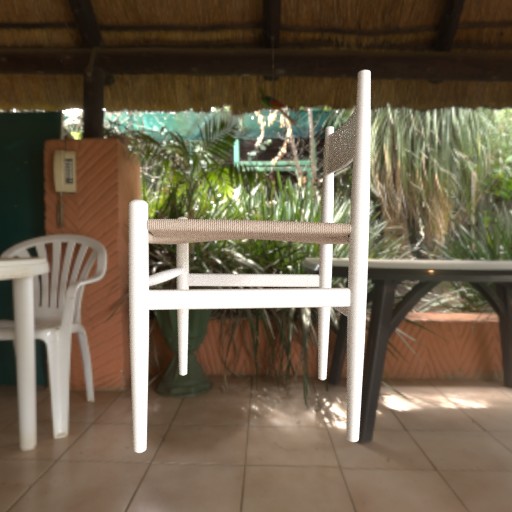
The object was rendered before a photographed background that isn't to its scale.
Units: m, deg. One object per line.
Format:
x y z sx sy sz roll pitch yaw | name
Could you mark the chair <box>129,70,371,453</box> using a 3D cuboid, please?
0.000 0.000 1.124 0.495 0.762 0.556 0 1 0 | chair
